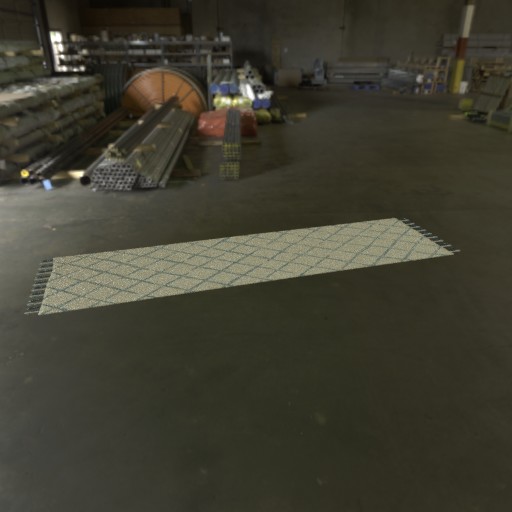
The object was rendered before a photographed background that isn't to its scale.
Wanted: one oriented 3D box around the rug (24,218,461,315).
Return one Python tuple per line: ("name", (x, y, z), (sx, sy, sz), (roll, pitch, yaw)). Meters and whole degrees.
("rug", (0.000, 0.000, 2.565), (2.372, 0.008, 0.620), (-7, 27, -15))
